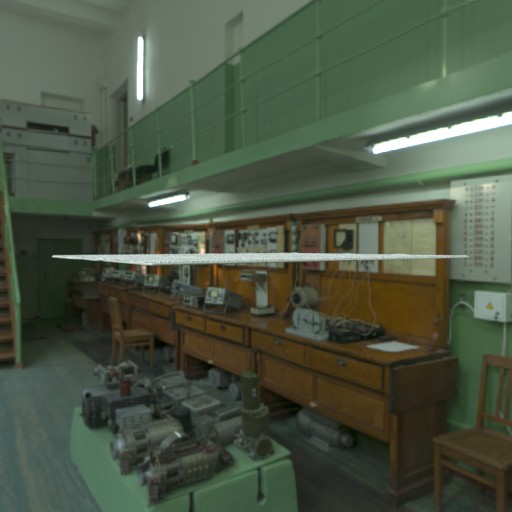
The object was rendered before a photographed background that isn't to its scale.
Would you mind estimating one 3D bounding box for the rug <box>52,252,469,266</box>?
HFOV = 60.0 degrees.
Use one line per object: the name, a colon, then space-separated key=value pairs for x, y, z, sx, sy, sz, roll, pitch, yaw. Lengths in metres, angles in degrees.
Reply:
rug: x=0.000 y=0.000 z=4.124 sx=3.052 sy=0.030 sz=2.429 roll=-1 pitch=1 yaw=-36
